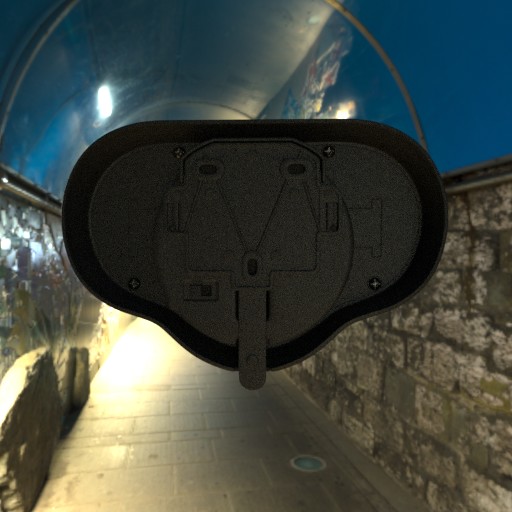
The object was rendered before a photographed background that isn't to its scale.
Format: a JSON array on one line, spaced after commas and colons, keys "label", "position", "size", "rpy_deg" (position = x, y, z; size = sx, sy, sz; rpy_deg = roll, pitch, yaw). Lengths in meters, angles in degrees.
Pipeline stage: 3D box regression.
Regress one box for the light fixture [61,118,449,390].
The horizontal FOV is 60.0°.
[{"label": "light fixture", "position": [0.000, 0.000, 0.337], "size": [0.229, 0.159, 0.159], "rpy_deg": [0, -1, 2]}]
